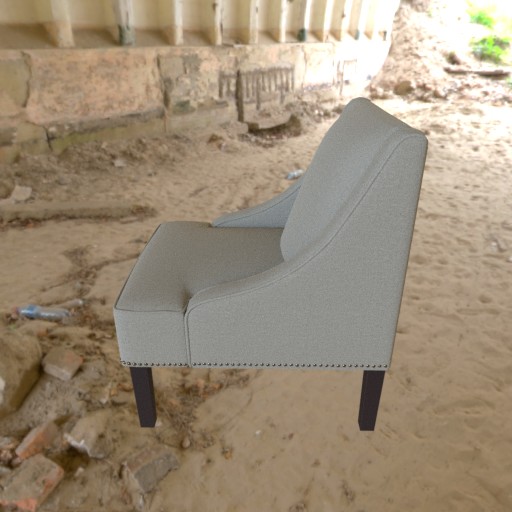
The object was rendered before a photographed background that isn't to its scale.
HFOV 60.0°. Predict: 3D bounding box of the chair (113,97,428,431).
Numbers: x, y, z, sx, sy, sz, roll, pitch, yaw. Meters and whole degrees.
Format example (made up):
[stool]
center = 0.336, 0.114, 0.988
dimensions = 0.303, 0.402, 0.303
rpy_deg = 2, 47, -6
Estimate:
[chair]
center = 0.000, 0.000, 1.367
dimensions = 0.737, 0.864, 0.610
rpy_deg = 0, 26, 1
